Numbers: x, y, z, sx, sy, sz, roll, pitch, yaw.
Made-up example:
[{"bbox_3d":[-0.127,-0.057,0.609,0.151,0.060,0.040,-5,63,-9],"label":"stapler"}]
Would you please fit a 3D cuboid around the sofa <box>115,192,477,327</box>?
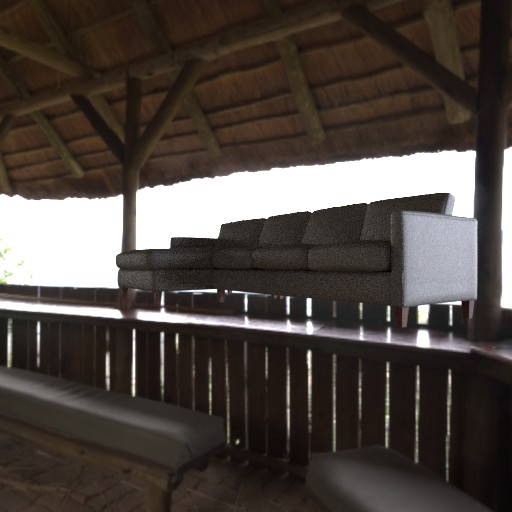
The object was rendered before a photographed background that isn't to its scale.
[{"bbox_3d":[0.000,0.000,3.886,1.502,0.876,3.201,1,-1,-35],"label":"sofa"}]
